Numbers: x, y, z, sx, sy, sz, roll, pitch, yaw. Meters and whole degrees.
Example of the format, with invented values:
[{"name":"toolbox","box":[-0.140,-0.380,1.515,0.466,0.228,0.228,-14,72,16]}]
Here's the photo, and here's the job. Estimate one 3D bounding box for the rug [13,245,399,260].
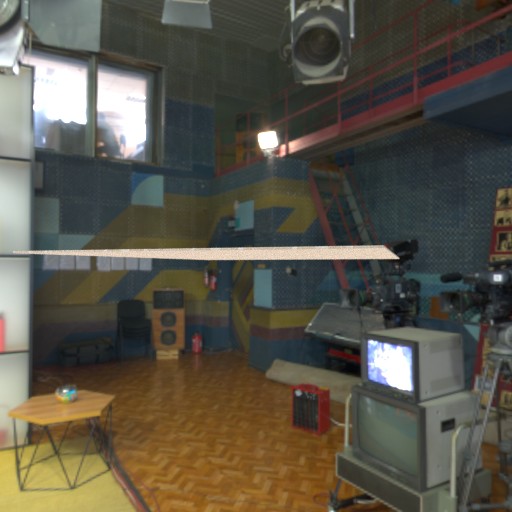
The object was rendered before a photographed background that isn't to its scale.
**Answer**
[{"name":"rug","box":[0.000,0.000,3.821,2.286,0.013,2.894,0,-2,19]}]
